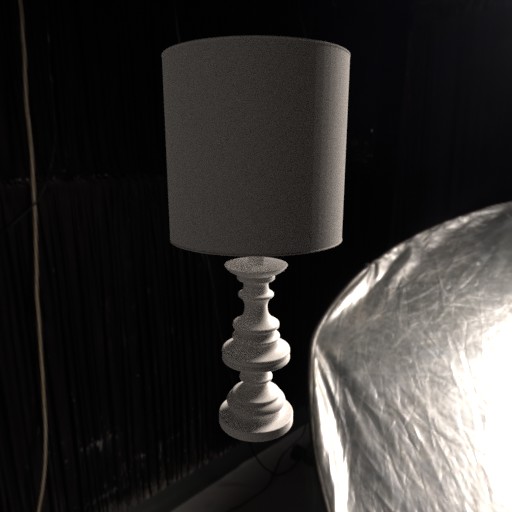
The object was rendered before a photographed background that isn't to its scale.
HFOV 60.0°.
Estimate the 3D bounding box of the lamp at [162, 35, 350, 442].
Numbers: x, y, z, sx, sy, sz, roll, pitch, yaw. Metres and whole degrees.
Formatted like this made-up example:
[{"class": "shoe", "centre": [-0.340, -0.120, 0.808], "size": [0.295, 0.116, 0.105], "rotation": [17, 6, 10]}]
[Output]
[{"class": "lamp", "centre": [0.000, 0.000, 0.551], "size": [0.208, 0.455, 0.208], "rotation": [-13, 18, -43]}]
